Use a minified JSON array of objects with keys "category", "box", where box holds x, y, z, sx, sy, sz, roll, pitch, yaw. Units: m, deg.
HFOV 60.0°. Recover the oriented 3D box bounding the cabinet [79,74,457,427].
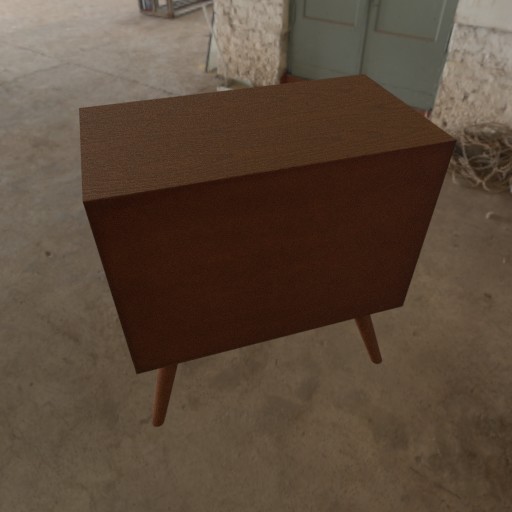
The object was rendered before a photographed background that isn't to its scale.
[{"category":"cabinet","box":[0.000,0.000,1.179,0.712,0.748,0.388,-12,43,-13]}]
